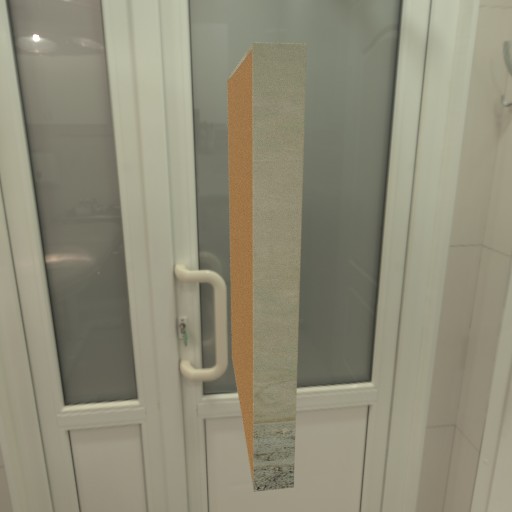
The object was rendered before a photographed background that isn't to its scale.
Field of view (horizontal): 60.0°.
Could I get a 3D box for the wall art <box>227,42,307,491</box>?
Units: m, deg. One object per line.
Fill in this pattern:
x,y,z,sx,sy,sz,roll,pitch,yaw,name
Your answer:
0.000,0.000,0.481,0.038,0.381,0.254,-2,17,-7,wall art
